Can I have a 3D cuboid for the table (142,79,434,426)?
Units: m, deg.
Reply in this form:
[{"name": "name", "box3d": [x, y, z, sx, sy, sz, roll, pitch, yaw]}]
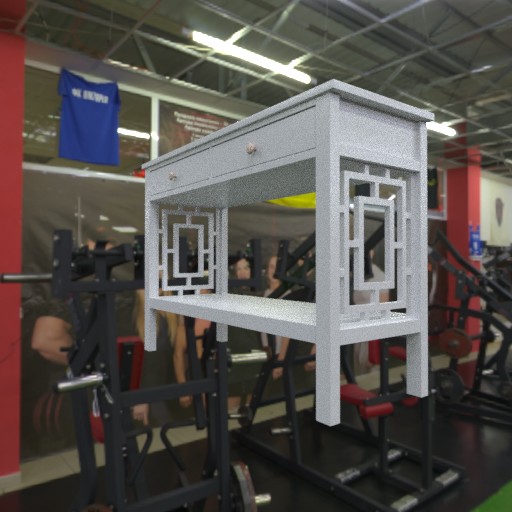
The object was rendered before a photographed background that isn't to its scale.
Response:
[{"name": "table", "box3d": [0.000, 0.000, 1.491, 0.397, 0.753, 1.068, 0, -1, -36]}]
